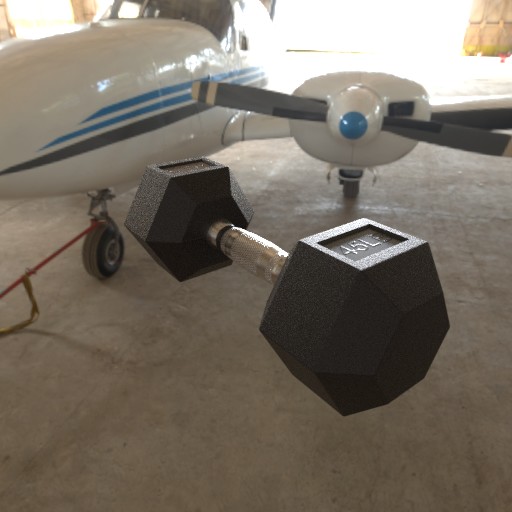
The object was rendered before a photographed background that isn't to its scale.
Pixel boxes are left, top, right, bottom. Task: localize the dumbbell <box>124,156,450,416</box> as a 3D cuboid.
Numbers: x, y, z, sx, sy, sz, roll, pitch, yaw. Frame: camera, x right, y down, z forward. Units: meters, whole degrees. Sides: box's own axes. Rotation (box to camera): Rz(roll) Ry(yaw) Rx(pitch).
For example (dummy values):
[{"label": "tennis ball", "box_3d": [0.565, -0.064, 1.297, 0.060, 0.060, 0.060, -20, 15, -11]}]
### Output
[{"label": "dumbbell", "box_3d": [0.000, 0.000, 0.428, 0.141, 0.123, 0.356, -19, 32, -33]}]
